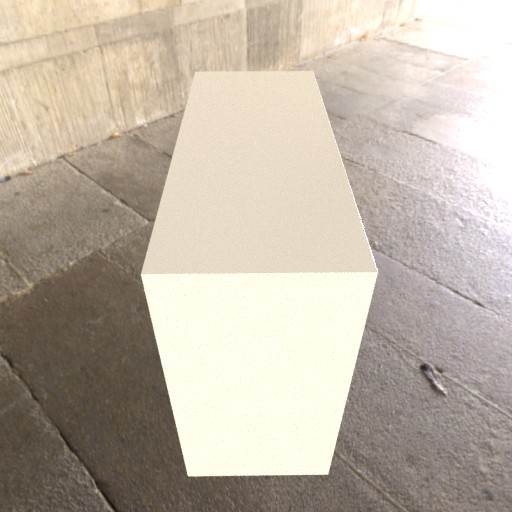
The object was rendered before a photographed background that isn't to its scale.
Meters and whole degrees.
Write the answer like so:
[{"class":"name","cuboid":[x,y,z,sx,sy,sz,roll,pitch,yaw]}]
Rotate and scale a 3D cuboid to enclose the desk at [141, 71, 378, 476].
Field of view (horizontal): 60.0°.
[{"class":"desk","cuboid":[0.000,0.000,1.384,0.400,0.790,1.000,0,41,-1]}]
